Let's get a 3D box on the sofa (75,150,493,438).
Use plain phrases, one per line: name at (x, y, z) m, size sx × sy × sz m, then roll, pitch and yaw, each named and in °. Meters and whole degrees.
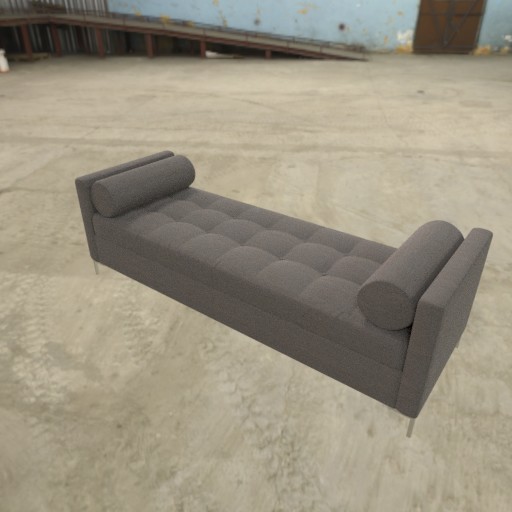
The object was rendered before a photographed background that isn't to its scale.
sofa at (0.000, 0.000, 2.276) m, size 1.981 × 0.635 × 0.686 m, roll 20°, pitch 35°, yaw 32°
